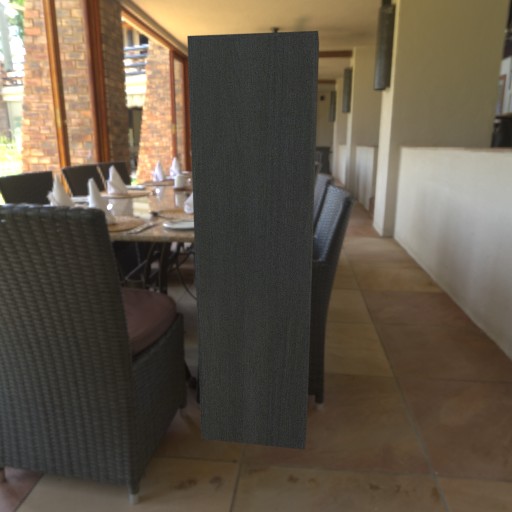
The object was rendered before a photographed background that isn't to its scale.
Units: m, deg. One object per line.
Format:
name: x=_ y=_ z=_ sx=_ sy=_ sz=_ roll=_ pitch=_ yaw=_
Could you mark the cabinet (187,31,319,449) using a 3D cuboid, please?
cabinet: x=0.000 y=0.000 z=2.002 sx=0.500 sy=1.790 sz=0.230 roll=2 pitch=14 yaw=9
